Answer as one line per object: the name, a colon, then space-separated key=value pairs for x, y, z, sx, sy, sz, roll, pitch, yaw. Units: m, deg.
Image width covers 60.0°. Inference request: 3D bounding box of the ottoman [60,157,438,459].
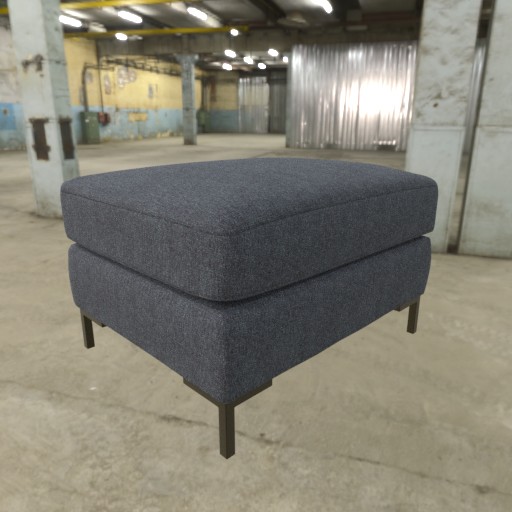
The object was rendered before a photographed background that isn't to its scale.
ottoman: x=0.000 y=0.000 z=1.283 sx=0.831 sy=0.533 sz=0.695 roll=-16 pitch=23 yaw=-42
